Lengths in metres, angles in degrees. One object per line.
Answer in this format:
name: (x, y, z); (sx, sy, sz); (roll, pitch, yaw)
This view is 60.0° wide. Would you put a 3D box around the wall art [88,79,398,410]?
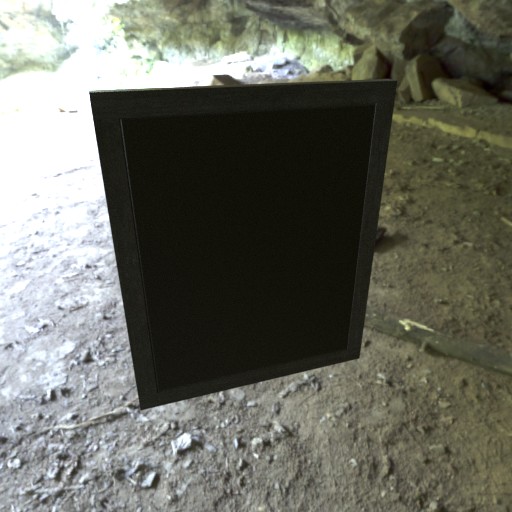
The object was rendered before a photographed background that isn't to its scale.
wall art: (0.000, 0.000, 0.801); (0.479, 0.580, 0.027); (-9, 28, -16)
